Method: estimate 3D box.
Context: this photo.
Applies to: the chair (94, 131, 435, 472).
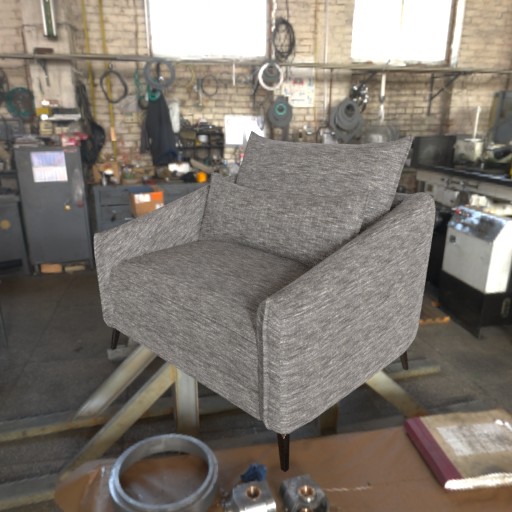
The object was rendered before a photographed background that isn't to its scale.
[{"bbox_3d":[0.000,0.000,1.606,1.004,0.842,0.805,17,24,42],"label":"chair"}]
